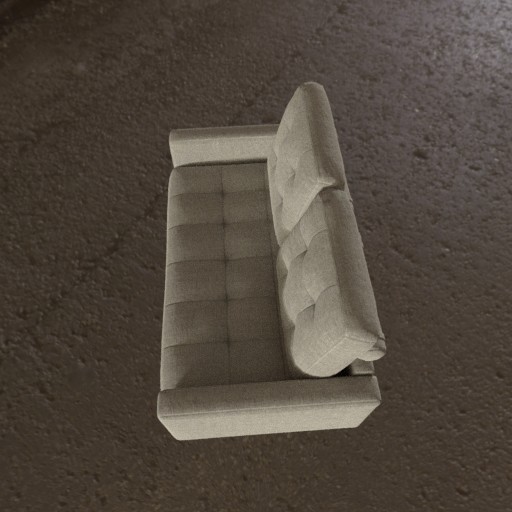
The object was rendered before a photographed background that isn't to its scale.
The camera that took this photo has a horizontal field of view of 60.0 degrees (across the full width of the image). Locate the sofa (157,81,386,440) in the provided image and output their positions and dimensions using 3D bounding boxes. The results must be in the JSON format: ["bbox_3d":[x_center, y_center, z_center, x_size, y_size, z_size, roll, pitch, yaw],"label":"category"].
[{"bbox_3d":[0.000,0.000,1.980,0.842,0.907,1.407,-3,59,-2],"label":"sofa"}]
